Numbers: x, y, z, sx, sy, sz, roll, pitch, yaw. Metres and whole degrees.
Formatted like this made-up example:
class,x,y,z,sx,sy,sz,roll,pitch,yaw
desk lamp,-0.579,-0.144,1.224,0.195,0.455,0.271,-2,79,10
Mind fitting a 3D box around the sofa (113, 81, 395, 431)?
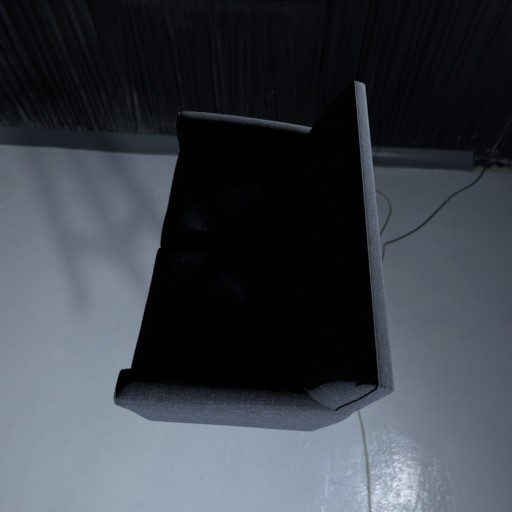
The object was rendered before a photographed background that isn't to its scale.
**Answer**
class,x,y,z,sx,sy,sz,roll,pitch,yaw
sofa,0.000,0.000,1.961,0.875,0.846,1.420,3,58,2
